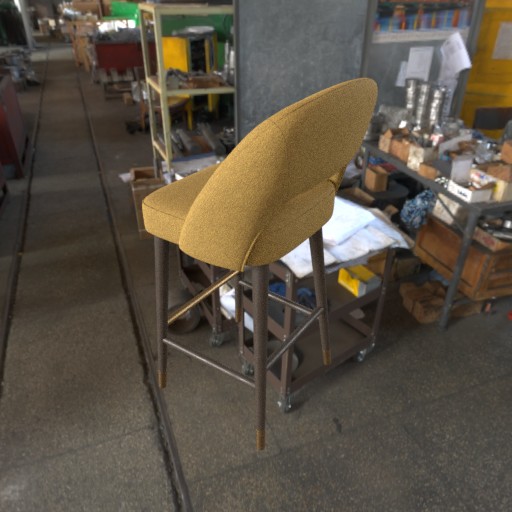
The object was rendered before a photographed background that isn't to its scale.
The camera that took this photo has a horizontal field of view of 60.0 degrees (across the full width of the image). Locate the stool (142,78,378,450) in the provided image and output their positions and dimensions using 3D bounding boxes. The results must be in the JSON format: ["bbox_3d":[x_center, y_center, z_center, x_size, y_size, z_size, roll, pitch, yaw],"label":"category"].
[{"bbox_3d":[0.000,0.000,1.325,0.522,1.032,0.536,20,37,30],"label":"stool"}]
